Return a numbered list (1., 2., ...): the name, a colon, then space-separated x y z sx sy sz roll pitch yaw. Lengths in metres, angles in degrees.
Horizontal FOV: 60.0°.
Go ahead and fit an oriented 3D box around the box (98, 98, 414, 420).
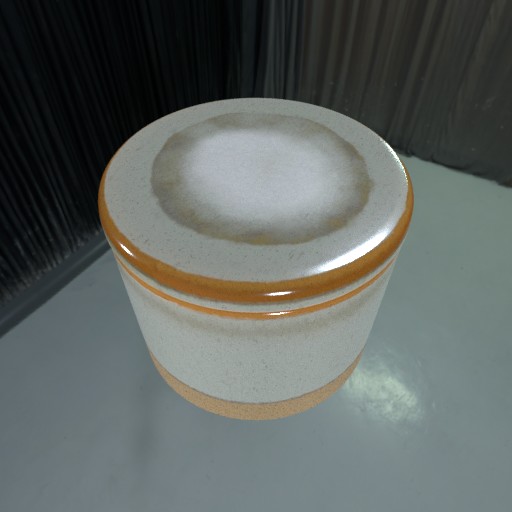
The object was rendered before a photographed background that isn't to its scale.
1. box: 0.000 0.000 0.210 0.123 0.100 0.123 0 46 0
